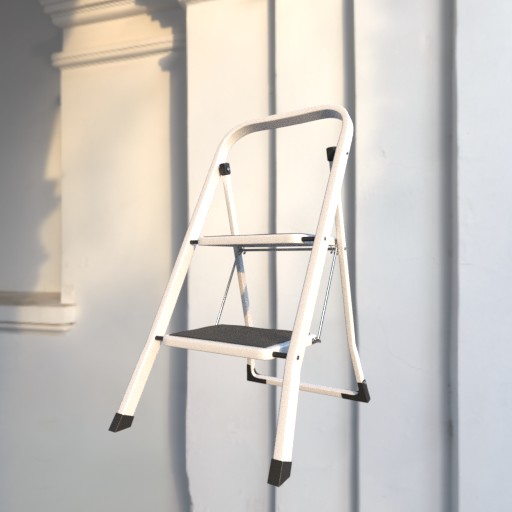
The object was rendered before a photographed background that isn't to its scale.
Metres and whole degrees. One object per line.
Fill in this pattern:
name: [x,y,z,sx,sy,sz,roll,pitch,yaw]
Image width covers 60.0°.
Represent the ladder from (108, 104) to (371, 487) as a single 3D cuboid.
ladder: [0.000,0.000,1.127,0.460,0.810,0.544,0,0,34]
